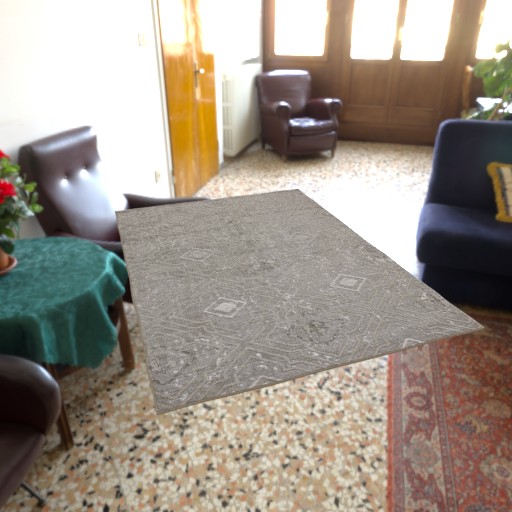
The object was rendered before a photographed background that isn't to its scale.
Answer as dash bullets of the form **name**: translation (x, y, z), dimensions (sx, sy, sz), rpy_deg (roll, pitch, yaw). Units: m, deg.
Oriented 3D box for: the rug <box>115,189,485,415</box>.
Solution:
- **rug**: translation (0.000, 0.000, 4.347), dimensions (2.448, 0.020, 3.359), rpy_deg (-10, 29, -17)
